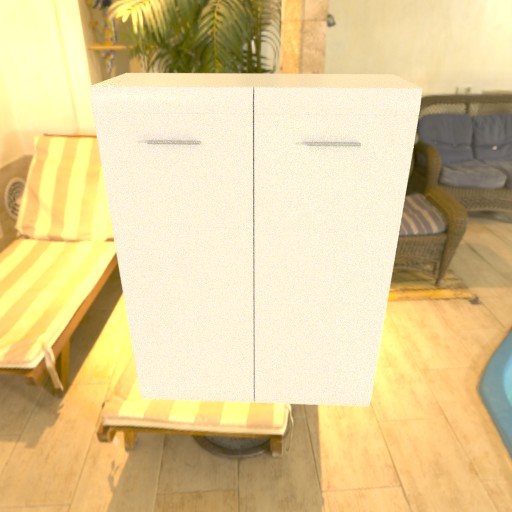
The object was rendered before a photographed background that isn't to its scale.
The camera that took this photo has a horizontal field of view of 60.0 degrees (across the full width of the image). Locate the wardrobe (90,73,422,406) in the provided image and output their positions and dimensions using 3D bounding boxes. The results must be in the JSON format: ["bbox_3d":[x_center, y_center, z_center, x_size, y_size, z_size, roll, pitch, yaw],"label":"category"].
[{"bbox_3d":[0.000,0.000,1.616,0.900,1.200,0.360,1,28,2],"label":"wardrobe"}]
